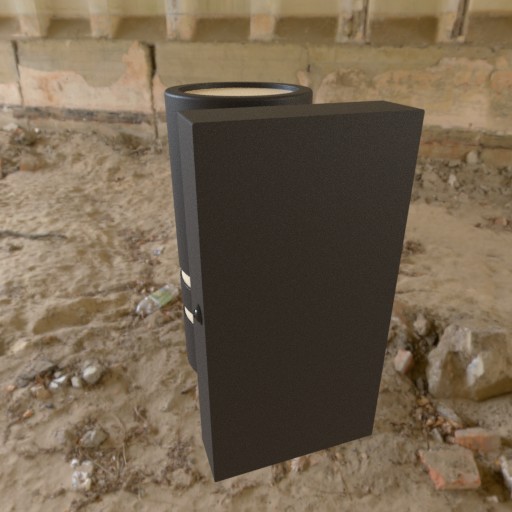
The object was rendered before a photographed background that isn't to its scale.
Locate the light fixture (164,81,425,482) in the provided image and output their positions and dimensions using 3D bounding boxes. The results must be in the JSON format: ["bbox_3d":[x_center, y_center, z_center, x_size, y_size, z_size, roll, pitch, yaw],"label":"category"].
[{"bbox_3d":[0.000,0.000,0.258,0.098,0.179,0.138,-9,28,-17],"label":"light fixture"}]
